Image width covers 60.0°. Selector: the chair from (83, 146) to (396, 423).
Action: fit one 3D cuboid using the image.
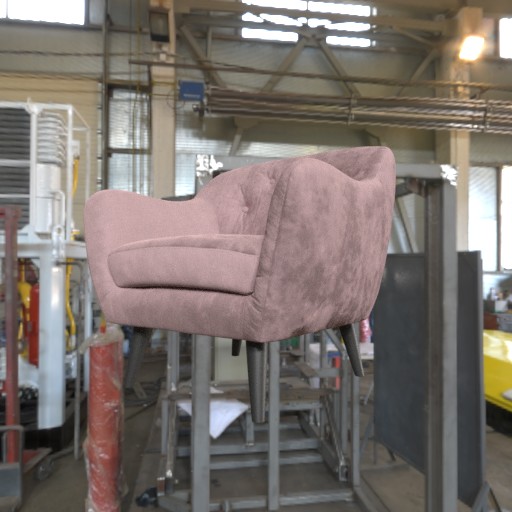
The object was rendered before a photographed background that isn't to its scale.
[{"bbox_3d":[0.000,0.000,1.506,0.840,0.820,0.820,-1,-1,37],"label":"chair"}]
